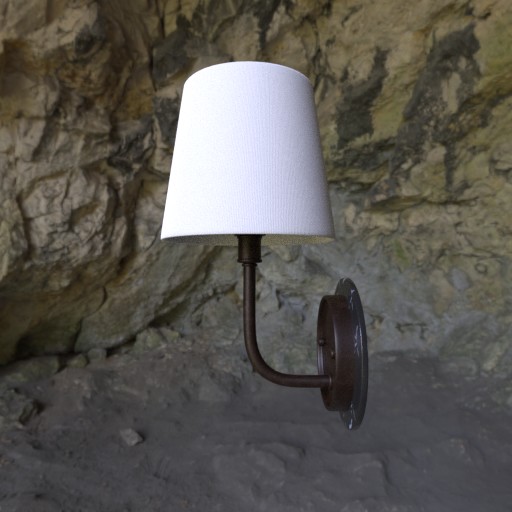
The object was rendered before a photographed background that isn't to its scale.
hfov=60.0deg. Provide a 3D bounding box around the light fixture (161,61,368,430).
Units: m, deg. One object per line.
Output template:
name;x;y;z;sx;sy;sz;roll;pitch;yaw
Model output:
light fixture;0.000;0.000;0.445;0.188;0.337;0.168;0;-2;-1
